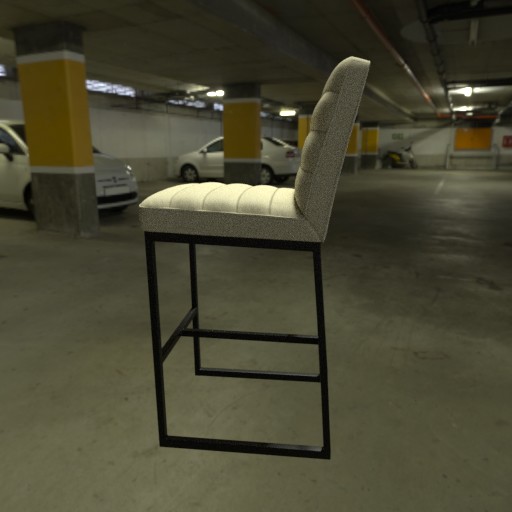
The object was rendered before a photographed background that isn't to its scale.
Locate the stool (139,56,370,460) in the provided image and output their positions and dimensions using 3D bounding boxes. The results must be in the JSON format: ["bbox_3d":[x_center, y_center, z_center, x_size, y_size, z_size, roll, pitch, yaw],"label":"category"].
[{"bbox_3d":[0.000,0.000,1.337,0.560,1.040,0.460,2,14,6],"label":"stool"}]
